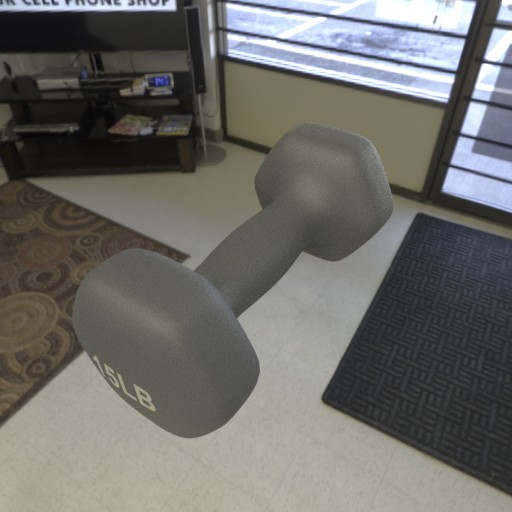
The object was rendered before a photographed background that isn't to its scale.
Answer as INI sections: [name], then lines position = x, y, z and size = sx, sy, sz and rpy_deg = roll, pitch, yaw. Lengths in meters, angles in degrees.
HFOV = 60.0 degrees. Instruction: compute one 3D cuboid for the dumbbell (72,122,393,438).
[dumbbell]
position = 0.000, 0.000, 0.302
size = 0.116, 0.105, 0.240
rpy_deg = 25, 48, 26
